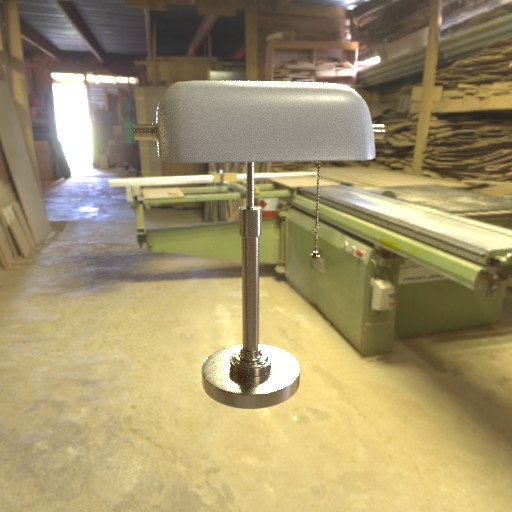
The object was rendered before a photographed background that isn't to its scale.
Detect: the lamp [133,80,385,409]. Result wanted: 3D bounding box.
[{"bbox_3d":[0.000,0.000,0.560,0.269,0.404,0.227,-3,16,-10],"label":"lamp"}]
